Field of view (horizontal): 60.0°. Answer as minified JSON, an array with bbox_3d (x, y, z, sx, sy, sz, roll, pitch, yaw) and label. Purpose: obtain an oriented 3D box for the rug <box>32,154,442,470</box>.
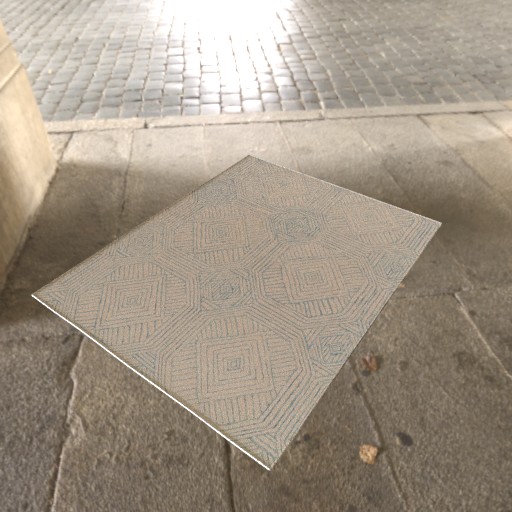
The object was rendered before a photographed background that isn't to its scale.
[{"bbox_3d":[0.000,0.000,4.111,2.457,0.015,3.049,26,47,27],"label":"rug"}]
